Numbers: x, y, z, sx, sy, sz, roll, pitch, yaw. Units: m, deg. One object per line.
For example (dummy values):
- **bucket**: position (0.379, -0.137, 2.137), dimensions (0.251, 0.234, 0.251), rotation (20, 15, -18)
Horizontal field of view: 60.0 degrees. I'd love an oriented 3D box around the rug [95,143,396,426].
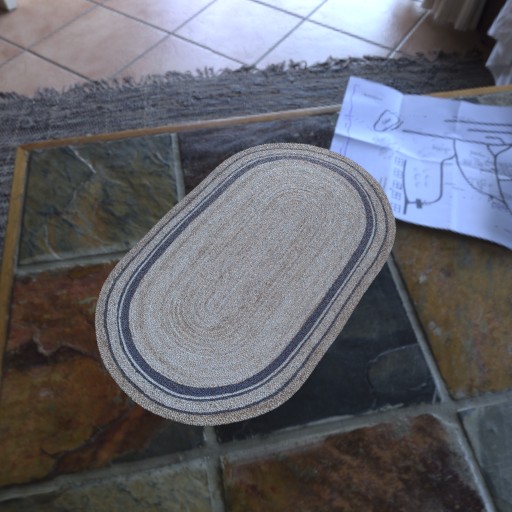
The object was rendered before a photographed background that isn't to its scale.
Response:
- **rug**: position (0.000, 0.000, 3.087), dimensions (1.520, 0.006, 2.432), rotation (31, 62, 19)
